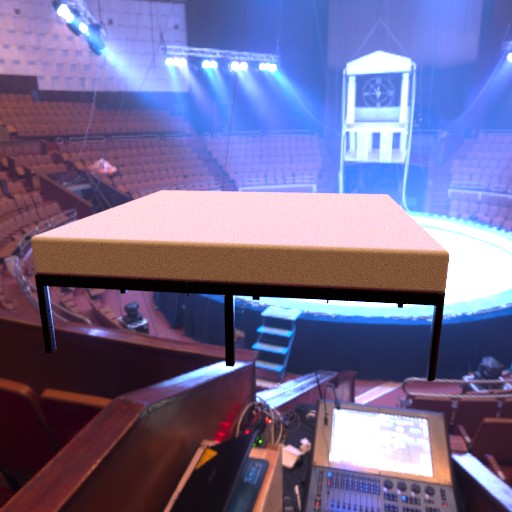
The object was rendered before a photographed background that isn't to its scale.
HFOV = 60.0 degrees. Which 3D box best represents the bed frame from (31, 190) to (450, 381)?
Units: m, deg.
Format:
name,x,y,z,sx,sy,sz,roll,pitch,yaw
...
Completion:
name,x,y,z,sx,sy,sz,roll,pitch,yaw
bed frame,0.000,0.000,3.142,2.079,0.659,1.963,2,16,8
